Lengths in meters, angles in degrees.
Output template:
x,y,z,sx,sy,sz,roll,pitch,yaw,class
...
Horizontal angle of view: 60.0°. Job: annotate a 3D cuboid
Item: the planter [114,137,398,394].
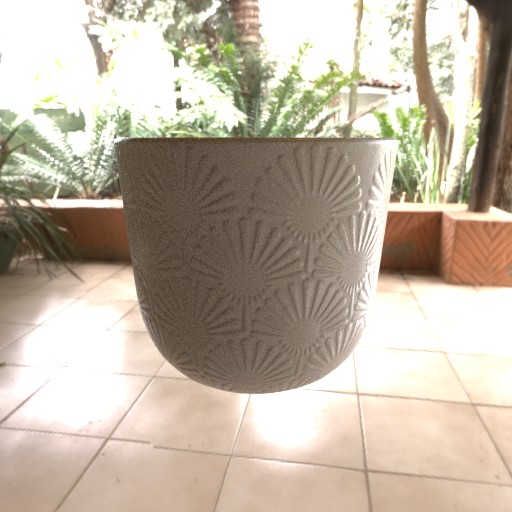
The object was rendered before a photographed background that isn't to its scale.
x,y,z,sx,sy,sz,roll,pitch,yaw,class
0.000,0.000,0.295,0.170,0.152,0.170,0,15,0,planter
